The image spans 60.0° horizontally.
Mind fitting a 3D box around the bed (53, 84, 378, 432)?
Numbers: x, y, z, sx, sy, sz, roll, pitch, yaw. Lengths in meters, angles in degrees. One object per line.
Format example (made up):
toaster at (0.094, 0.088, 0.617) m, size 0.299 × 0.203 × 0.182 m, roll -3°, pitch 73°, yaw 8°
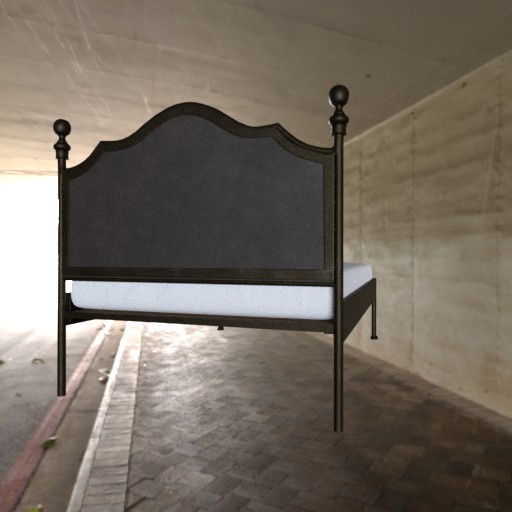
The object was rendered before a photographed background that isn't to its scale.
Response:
bed at (0.000, 0.000, 3.087) m, size 1.533 × 1.462 × 2.170 m, roll 0°, pitch 0°, yaw 19°
